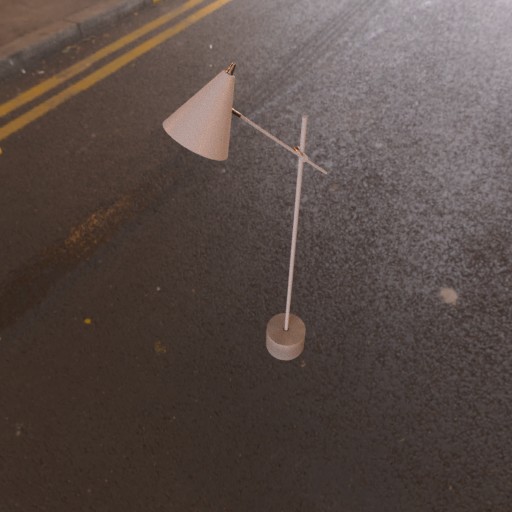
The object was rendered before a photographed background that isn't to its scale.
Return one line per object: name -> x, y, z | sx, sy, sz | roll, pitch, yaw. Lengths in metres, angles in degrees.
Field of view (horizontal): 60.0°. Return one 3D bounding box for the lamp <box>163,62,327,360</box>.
lamp -> 0.000, 0.000, 1.604 | 0.508, 1.430, 0.223 | -17, 49, -15
